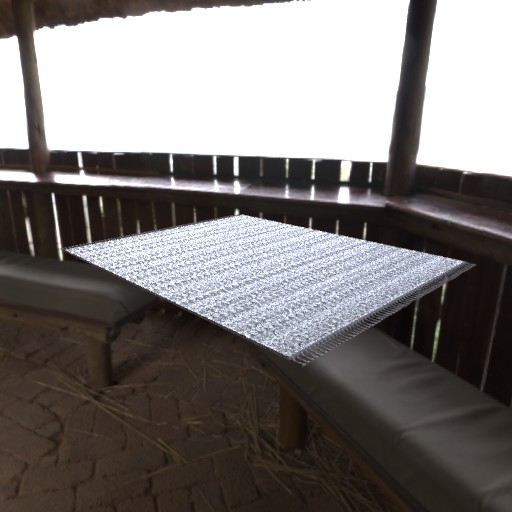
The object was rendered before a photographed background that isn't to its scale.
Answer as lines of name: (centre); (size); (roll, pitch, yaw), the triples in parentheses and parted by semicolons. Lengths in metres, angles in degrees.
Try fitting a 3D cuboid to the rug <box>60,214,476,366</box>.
rug: (0.000, 0.000, 3.885); (2.256, 0.013, 2.910); (-16, 23, -42)
